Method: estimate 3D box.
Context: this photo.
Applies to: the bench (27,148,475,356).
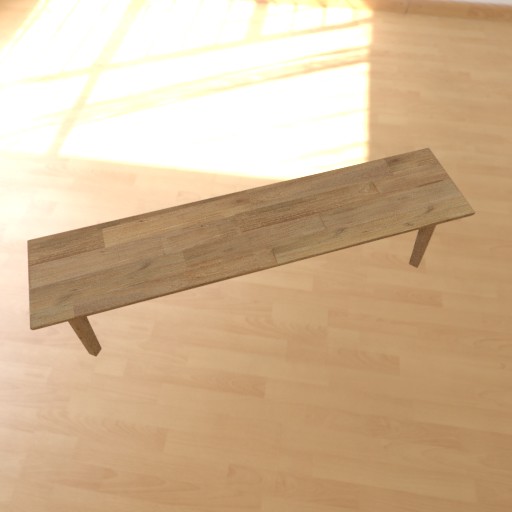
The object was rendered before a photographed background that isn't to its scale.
[{"bbox_3d":[0.000,0.000,1.896,1.698,0.431,0.378,-14,59,-9],"label":"bench"}]
